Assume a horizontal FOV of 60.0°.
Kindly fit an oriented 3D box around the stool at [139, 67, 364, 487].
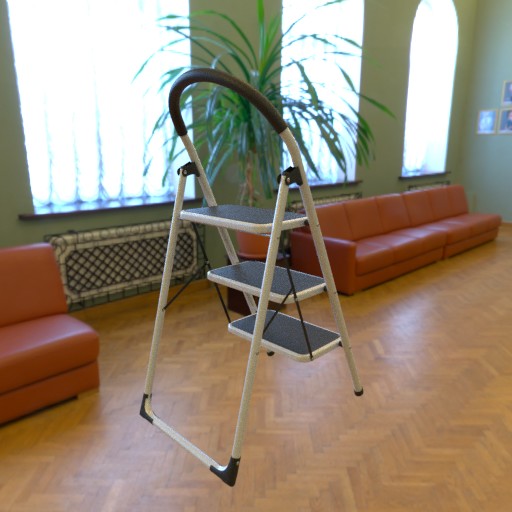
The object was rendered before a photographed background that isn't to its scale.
[{"bbox_3d":[0.000,0.000,1.467,0.676,1.109,0.485,-14,20,-43],"label":"stool"}]
